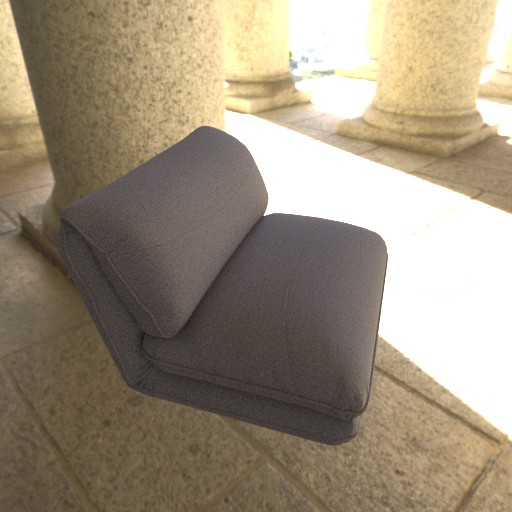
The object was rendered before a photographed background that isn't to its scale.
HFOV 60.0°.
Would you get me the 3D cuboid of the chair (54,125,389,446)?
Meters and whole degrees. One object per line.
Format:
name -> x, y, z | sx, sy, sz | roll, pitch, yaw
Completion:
chair -> 0.000, 0.000, 1.352 | 0.780, 0.580, 0.820 | 9, 32, 15
